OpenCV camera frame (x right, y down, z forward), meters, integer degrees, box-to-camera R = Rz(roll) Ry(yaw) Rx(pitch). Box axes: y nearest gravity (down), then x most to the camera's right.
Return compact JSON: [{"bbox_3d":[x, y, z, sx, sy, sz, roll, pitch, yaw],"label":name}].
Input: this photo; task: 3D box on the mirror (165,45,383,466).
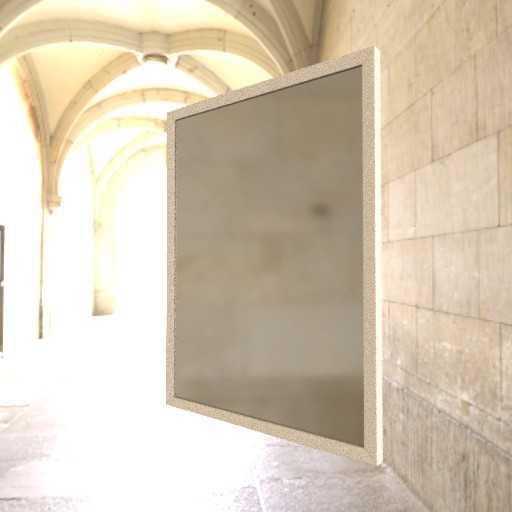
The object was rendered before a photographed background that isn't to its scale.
[{"bbox_3d":[0.000,0.000,1.318,0.762,1.016,0.040,-1,-2,38],"label":"mirror"}]
